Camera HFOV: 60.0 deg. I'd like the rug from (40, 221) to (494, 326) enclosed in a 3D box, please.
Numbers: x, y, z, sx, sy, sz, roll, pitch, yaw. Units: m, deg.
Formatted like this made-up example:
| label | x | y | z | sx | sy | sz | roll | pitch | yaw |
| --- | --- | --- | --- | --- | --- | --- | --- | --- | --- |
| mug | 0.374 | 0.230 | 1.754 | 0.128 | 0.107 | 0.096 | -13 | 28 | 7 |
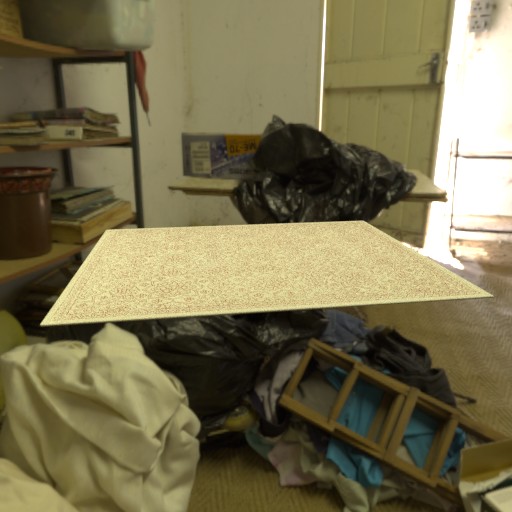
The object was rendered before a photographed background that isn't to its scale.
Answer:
| label | x | y | z | sx | sy | sz | roll | pitch | yaw |
| --- | --- | --- | --- | --- | --- | --- | --- | --- | --- |
| rug | 0.000 | 0.000 | 4.077 | 3.050 | 0.015 | 2.441 | -3 | 18 | -8 |
